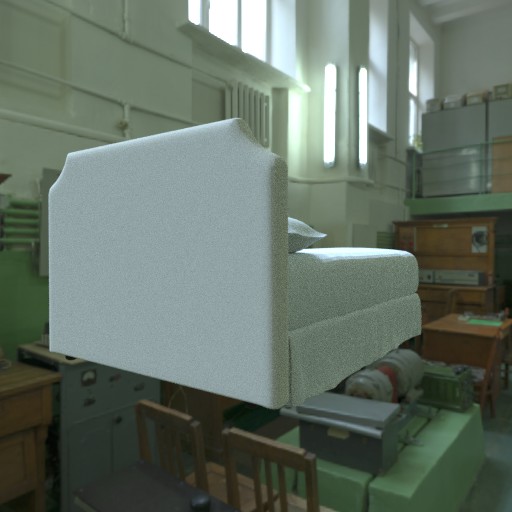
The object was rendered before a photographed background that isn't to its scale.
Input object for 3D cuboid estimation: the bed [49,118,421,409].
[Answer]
[{"bbox_3d":[0.000,0.000,3.776,2.134,1.524,2.548,1,2,36],"label":"bed"}]
